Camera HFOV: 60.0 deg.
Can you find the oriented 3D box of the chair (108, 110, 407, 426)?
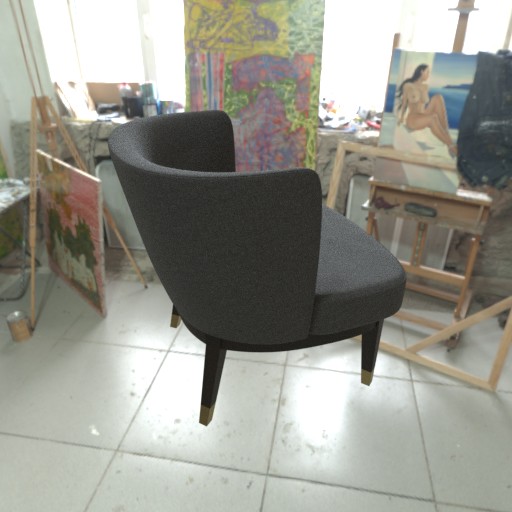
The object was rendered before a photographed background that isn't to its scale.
[{"bbox_3d":[0.000,0.000,1.252,0.698,0.695,0.639,-10,30,-17],"label":"chair"}]
